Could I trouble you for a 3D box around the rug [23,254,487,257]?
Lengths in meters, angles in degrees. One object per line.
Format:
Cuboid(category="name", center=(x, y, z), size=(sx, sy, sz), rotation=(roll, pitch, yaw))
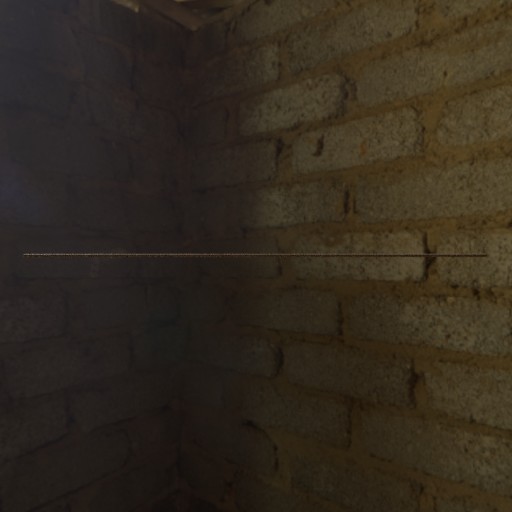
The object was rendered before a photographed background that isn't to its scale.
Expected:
Cuboid(category="rug", center=(0.000, 0.000, 4.108), size=(3.039, 0.019, 2.420), rotation=(0, 0, 1))
